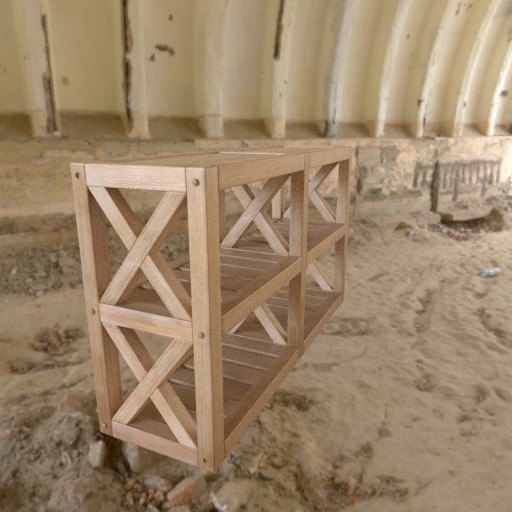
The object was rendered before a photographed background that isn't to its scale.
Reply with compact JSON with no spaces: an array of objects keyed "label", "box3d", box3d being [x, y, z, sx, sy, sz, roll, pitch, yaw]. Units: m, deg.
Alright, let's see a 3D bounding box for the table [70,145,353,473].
[{"label":"table","box3d":[0.000,0.000,1.663,0.381,0.762,1.320,7,17,24]}]
